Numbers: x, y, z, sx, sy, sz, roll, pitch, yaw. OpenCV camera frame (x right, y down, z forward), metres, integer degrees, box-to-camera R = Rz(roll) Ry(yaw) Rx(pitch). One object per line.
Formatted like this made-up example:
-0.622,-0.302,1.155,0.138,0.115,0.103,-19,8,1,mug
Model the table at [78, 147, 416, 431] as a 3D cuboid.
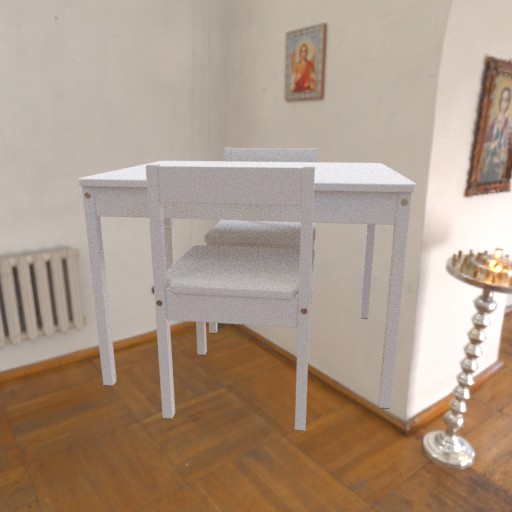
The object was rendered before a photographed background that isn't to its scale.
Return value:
0.000,0.000,1.121,0.650,0.503,0.672,2,16,8,table
